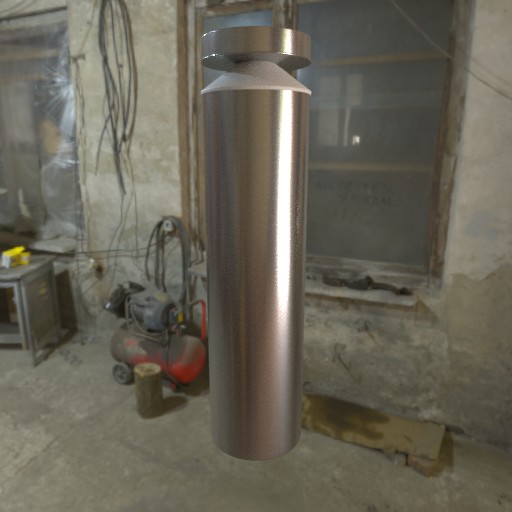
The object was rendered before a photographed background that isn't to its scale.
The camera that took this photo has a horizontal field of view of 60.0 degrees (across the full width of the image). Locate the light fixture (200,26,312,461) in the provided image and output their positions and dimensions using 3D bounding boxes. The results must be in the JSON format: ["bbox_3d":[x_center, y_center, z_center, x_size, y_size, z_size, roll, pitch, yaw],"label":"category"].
[{"bbox_3d":[0.000,0.000,0.448,0.102,0.400,0.102,-2,14,-9],"label":"light fixture"}]
